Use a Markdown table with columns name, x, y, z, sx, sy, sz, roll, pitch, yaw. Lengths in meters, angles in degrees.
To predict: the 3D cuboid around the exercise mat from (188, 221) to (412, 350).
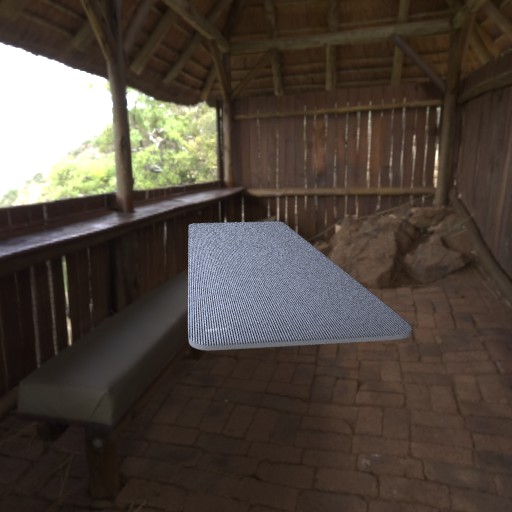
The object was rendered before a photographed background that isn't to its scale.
| name | x | y | z | sx | sy | sz | roll | pitch | yaw |
| --- | --- | --- | --- | --- | --- | --- | --- | --- | --- |
| exercise mat | 0.000 | 0.000 | 2.052 | 0.616 | 0.021 | 1.884 | -2 | 14 | -8 |
